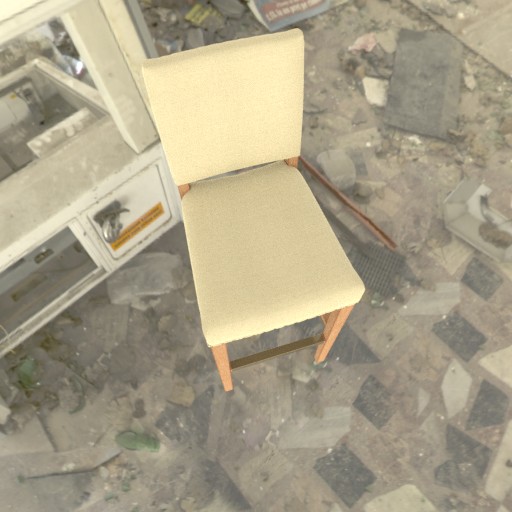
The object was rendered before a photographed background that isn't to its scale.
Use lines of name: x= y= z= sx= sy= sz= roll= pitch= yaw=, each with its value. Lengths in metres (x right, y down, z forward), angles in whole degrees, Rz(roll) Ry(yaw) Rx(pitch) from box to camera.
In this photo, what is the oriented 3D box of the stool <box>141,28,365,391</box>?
stool: x=0.000 y=0.000 z=1.386 sx=0.428 sy=1.143 sz=0.546 roll=-15 pitch=64 yaw=-8
